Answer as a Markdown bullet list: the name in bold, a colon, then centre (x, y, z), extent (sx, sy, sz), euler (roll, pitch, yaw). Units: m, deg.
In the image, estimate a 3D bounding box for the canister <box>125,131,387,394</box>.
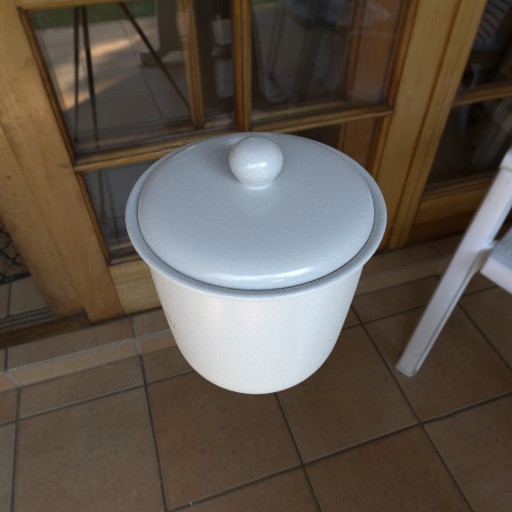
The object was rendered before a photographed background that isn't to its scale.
- **canister**: centre (0.000, 0.000, 0.356), extent (0.182, 0.208, 0.182), euler (0, 46, 0)
